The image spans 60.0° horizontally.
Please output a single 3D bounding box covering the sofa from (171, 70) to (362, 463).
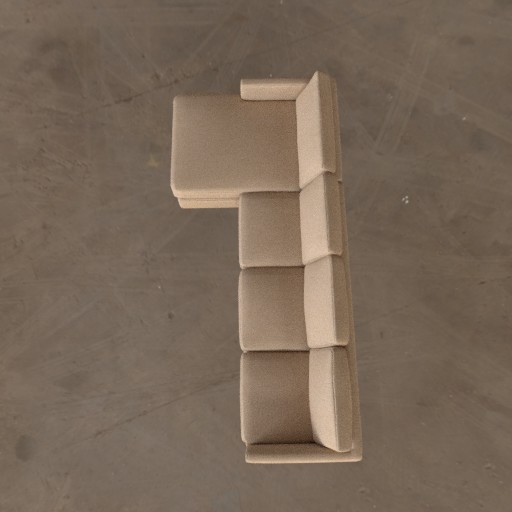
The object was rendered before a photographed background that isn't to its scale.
[{"bbox_3d":[0.000,0.000,3.787,1.502,0.876,3.201,-1,76,0],"label":"sofa"}]
